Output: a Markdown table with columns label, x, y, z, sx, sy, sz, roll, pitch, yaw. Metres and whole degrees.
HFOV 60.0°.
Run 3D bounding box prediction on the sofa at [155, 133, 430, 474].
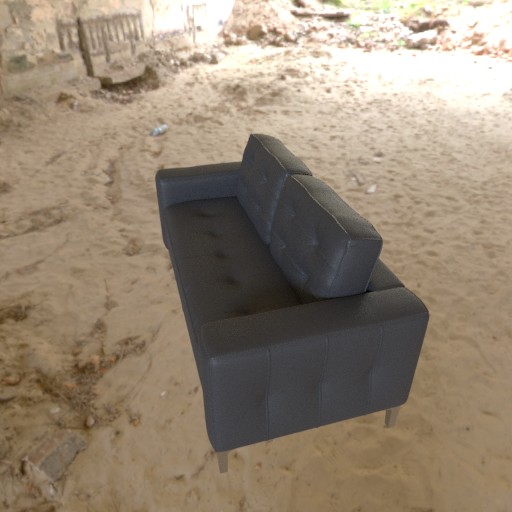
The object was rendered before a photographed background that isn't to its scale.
| label | x | y | z | sx | sy | sz | roll | pitch | yaw |
| --- | --- | --- | --- | --- | --- | --- | --- | --- | --- |
| sofa | 0.000 | 0.000 | 2.261 | 0.833 | 0.893 | 1.726 | -9 | 33 | -14 |
